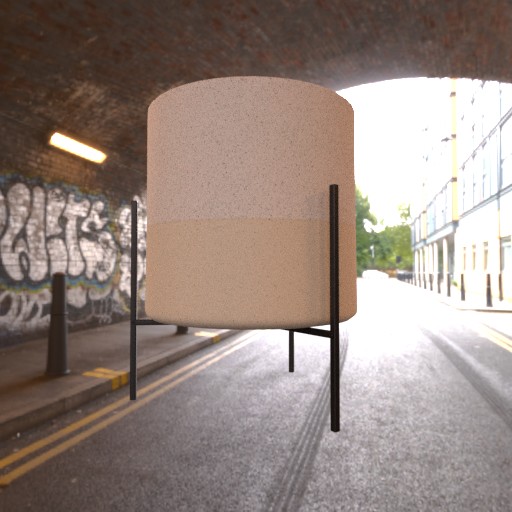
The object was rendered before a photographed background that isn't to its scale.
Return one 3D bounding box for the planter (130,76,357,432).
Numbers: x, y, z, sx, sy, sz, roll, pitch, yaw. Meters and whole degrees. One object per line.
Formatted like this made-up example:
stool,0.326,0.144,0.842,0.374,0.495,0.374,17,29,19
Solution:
planter,0.000,0.000,0.664,0.313,0.423,0.335,1,-2,-36
